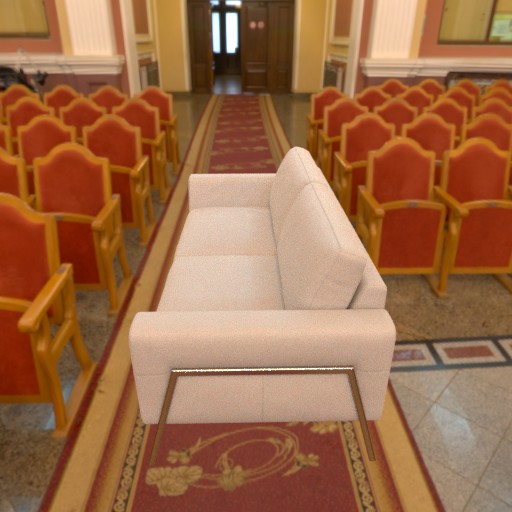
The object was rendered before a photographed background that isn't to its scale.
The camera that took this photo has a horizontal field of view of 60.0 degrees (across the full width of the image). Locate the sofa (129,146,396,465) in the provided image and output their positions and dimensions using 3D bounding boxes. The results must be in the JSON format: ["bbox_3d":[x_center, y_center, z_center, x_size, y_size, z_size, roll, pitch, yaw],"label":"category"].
[{"bbox_3d":[0.000,0.000,2.504,0.953,0.875,2.017,-1,26,-1],"label":"sofa"}]
